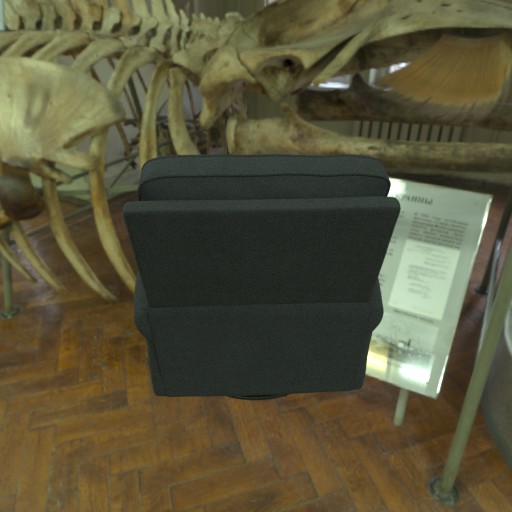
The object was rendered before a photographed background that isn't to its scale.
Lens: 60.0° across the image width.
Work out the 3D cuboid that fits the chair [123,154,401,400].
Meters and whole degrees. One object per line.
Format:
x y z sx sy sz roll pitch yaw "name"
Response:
0.000 0.000 1.687 0.890 0.961 0.878 -1 29 -2 "chair"
